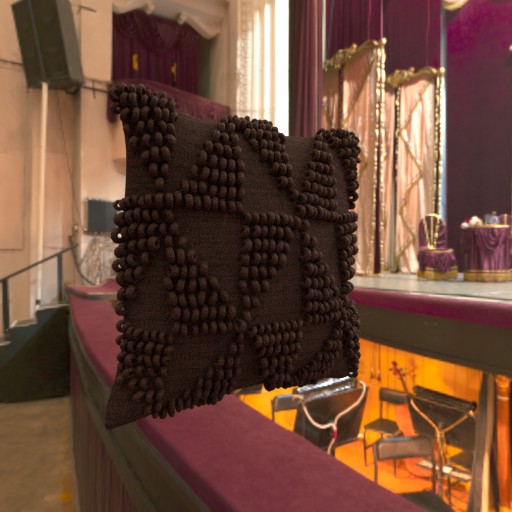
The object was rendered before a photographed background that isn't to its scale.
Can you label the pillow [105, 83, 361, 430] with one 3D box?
[{"bbox_3d":[0.000,0.000,0.714,0.470,0.467,0.172,0,0,-33],"label":"pillow"}]
